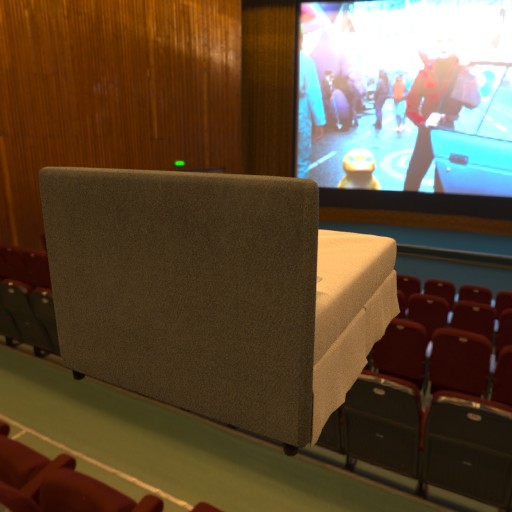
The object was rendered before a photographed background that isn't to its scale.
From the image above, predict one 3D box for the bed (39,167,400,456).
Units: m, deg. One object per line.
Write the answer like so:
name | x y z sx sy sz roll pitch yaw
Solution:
bed | 0.000 0.000 3.165 1.713 1.330 2.142 8 17 27
